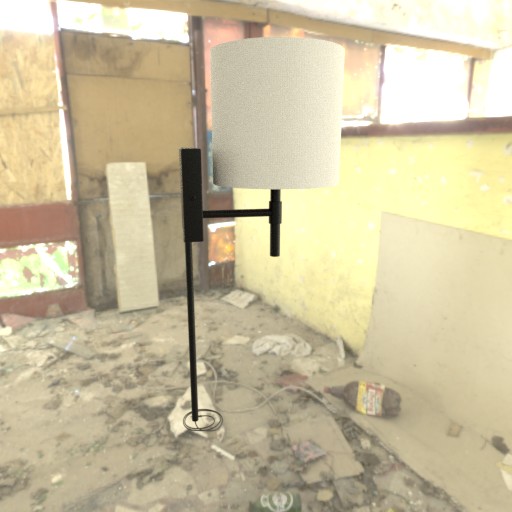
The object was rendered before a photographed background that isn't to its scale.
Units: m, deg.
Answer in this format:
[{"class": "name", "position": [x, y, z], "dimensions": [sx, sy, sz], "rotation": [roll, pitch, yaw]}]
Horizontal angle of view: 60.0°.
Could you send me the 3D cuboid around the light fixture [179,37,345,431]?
[{"class": "light fixture", "position": [0.000, 0.000, 0.692], "dimensions": [0.248, 0.589, 0.188], "rotation": [-3, 15, -10]}]
